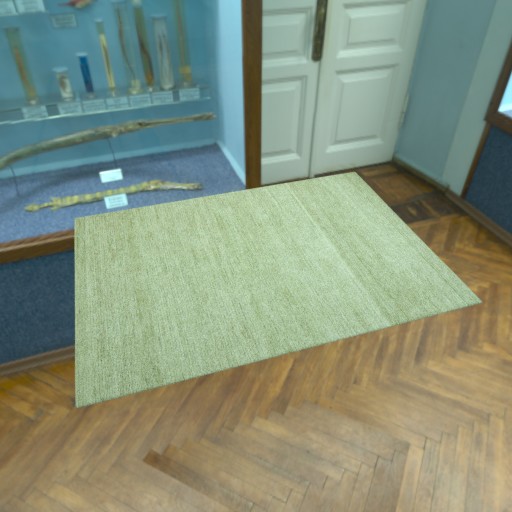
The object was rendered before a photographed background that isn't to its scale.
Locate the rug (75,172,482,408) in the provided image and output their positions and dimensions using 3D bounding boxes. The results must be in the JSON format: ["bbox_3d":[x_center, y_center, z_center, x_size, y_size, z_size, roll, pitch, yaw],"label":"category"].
[{"bbox_3d":[0.000,0.000,2.910,2.270,0.017,1.606,-11,41,-13],"label":"rug"}]
